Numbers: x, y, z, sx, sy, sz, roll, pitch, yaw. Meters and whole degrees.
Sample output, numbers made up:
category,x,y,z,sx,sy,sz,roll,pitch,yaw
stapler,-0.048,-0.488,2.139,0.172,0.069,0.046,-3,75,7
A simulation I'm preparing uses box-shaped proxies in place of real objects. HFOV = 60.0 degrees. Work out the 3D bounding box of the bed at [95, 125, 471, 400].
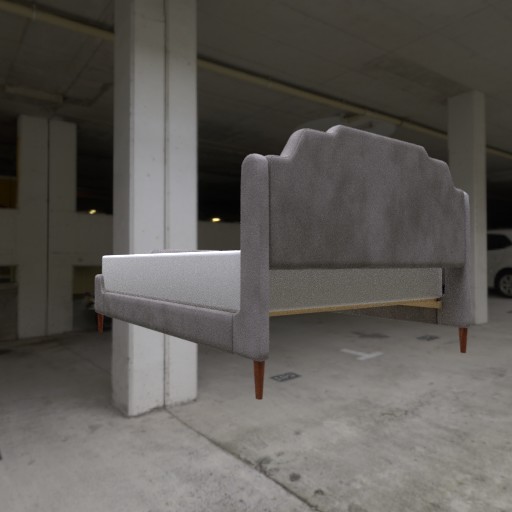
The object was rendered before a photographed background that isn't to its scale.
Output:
category,x,y,z,sx,sy,sz,roll,pitch,yaw
bed,0.000,0.000,3.265,1.676,1.245,2.340,1,-1,-36
